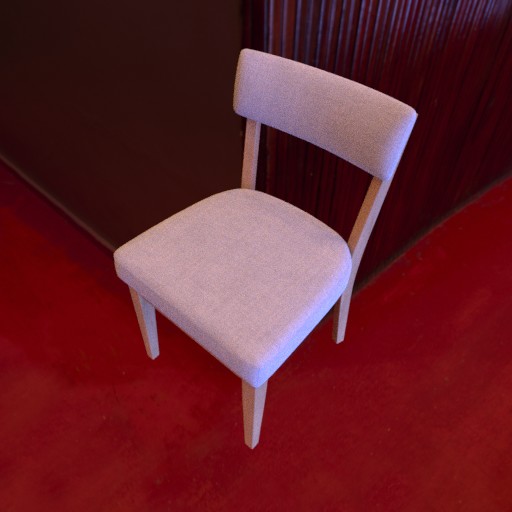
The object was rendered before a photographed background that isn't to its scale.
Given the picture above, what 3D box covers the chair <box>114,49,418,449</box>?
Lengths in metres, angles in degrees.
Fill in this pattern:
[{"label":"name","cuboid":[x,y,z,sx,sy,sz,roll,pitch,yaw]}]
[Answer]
[{"label":"chair","cuboid":[0.000,0.000,1.187,0.508,0.832,0.572,32,55,27]}]
